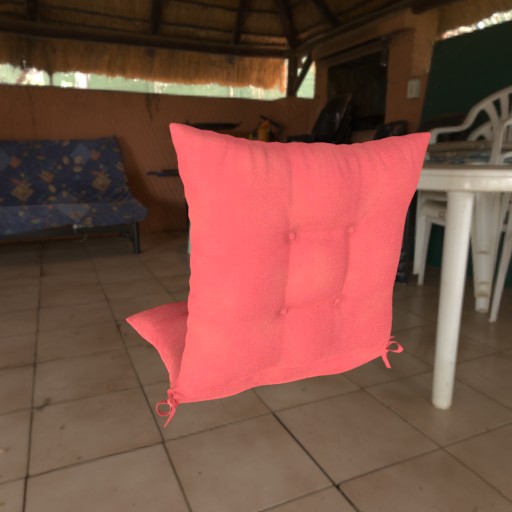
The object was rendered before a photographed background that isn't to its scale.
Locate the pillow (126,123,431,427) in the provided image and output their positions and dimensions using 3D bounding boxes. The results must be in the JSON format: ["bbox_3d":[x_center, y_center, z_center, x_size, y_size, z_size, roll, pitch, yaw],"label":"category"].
[{"bbox_3d":[0.000,0.000,1.004,0.541,0.536,0.585,-6,14,-25],"label":"pillow"}]
